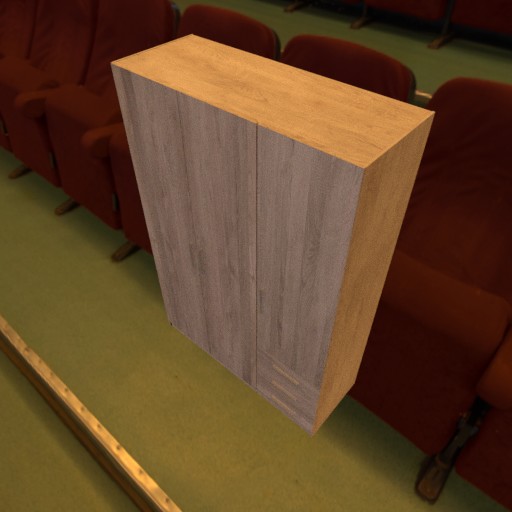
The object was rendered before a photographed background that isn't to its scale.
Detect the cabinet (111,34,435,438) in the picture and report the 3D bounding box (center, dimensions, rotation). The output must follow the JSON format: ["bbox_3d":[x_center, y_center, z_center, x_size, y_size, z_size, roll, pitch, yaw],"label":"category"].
[{"bbox_3d":[0.000,0.000,2.448,1.290,1.910,0.510,31,52,28],"label":"cabinet"}]
